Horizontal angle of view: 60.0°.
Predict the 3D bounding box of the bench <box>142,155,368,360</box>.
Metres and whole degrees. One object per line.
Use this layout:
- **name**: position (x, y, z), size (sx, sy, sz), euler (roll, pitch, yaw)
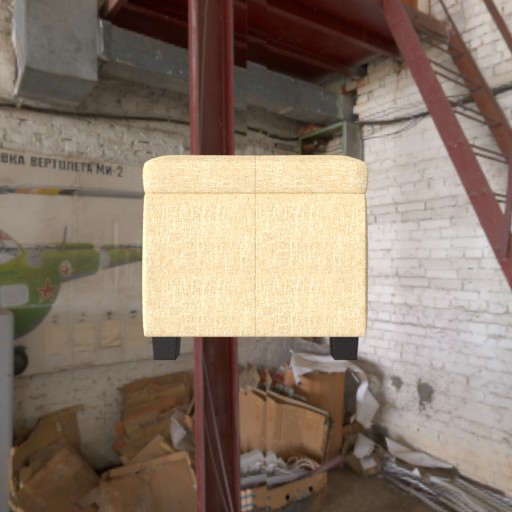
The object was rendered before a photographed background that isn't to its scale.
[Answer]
- **bench**: position (0.000, 0.000, 1.431), size (0.432, 0.406, 1.219), euler (0, 0, 0)
